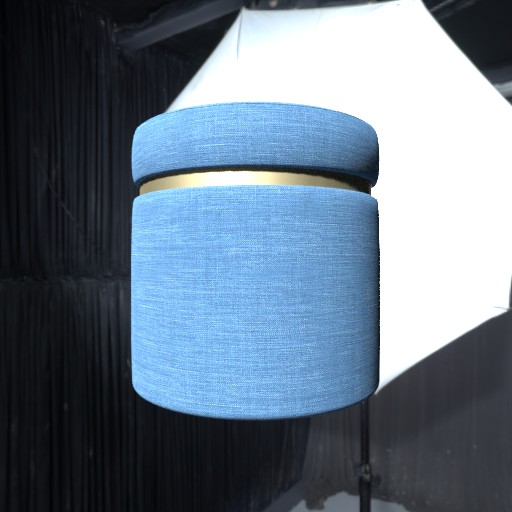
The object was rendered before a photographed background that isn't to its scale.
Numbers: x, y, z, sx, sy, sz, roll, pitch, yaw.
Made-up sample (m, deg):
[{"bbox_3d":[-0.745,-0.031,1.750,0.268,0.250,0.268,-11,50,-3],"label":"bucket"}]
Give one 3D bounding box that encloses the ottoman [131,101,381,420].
[{"bbox_3d":[0.000,0.000,0.735,0.398,0.406,0.398,0,0,0],"label":"ottoman"}]
